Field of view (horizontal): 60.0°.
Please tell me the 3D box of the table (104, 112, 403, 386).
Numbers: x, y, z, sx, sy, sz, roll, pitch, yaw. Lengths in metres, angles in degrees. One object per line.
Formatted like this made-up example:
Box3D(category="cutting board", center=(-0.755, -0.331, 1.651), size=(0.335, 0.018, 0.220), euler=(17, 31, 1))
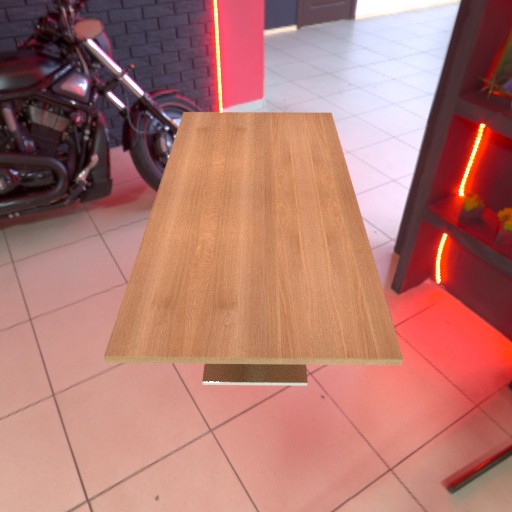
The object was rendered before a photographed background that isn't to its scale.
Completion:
Box3D(category="table", center=(0.000, 0.000, 2.257), size=(0.900, 0.750, 1.800), euler=(0, 41, 0))
